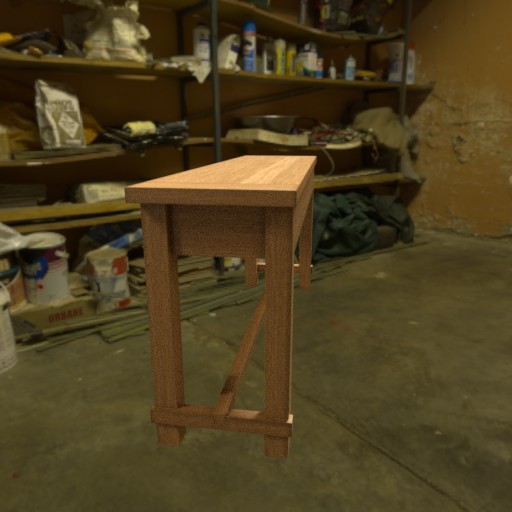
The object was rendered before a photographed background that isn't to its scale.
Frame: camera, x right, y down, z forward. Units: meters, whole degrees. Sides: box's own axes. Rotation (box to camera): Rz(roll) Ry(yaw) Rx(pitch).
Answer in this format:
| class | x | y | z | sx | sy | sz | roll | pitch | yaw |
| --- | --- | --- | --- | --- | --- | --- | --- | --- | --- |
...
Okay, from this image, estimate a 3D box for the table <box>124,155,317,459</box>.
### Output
| class | x | y | z | sx | sy | sz | roll | pitch | yaw |
| --- | --- | --- | --- | --- | --- | --- | --- | --- | --- |
| table | 0.000 | 0.000 | 1.892 | 0.442 | 0.762 | 1.599 | 2 | 16 | 9 |
